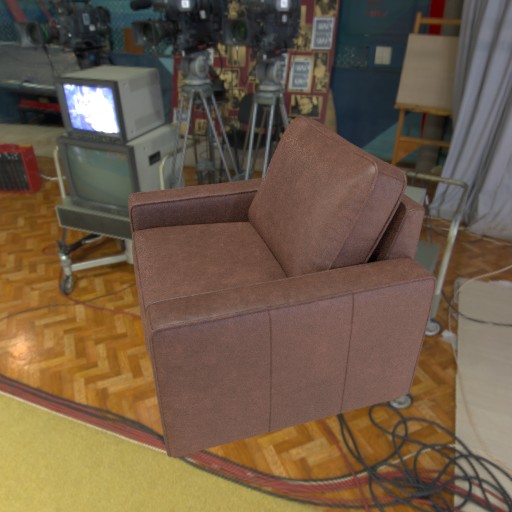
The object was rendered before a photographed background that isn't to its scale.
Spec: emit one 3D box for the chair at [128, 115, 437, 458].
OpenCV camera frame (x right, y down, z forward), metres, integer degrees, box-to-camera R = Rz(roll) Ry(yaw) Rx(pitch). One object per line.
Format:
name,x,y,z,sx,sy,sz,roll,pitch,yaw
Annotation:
chair,0.000,0.000,1.761,0.940,0.919,1.017,-9,32,-15
